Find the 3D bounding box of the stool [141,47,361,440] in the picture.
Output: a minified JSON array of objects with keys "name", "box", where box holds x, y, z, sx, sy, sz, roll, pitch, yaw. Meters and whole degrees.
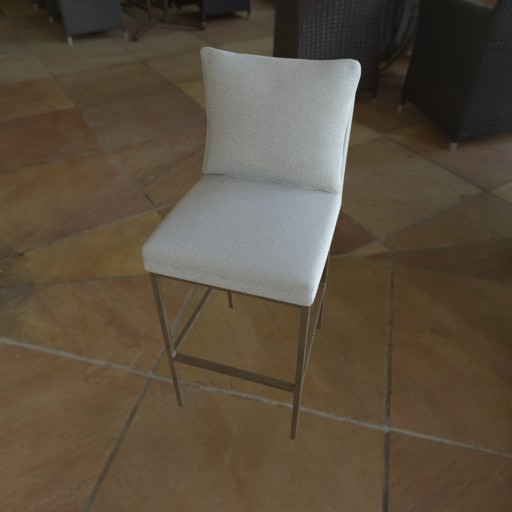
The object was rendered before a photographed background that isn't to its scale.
[{"name":"stool","box":[0.000,0.000,1.416,0.463,1.125,0.572,11,42,13]}]
